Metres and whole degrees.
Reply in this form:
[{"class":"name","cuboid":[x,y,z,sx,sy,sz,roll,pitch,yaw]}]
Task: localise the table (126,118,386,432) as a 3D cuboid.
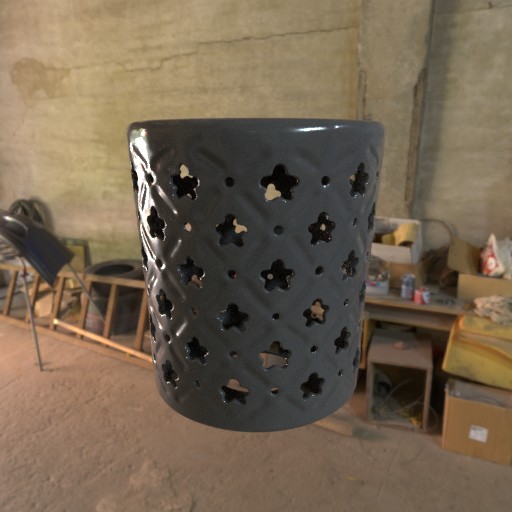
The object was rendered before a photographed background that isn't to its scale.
[{"class":"table","cuboid":[0.000,0.000,0.665,0.352,0.387,0.352,0,15,0]}]
